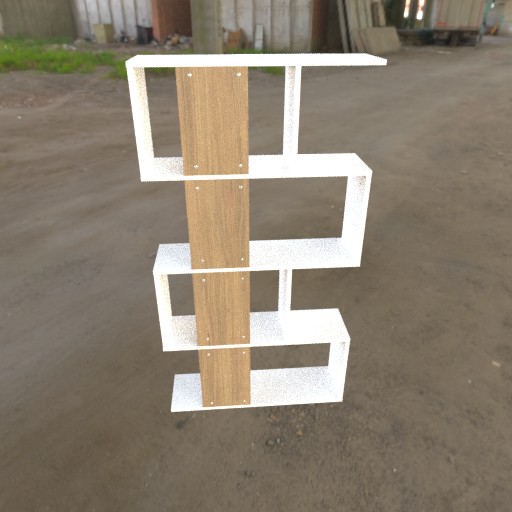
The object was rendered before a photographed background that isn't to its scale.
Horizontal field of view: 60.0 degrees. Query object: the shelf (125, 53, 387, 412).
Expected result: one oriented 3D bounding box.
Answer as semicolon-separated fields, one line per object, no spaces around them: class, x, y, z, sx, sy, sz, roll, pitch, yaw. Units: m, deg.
shelf;0.000;0.000;2.010;0.890;1.650;0.250;-2;29;-4
